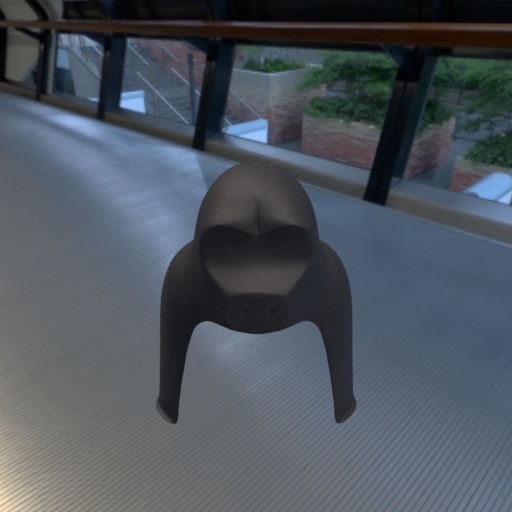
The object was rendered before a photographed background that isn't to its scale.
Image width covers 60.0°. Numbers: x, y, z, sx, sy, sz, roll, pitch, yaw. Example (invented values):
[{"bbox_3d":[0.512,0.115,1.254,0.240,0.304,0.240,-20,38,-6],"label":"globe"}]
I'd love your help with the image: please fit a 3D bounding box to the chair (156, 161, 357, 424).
[{"bbox_3d":[0.000,0.000,1.113,0.490,0.600,0.758,0,30,0],"label":"chair"}]
